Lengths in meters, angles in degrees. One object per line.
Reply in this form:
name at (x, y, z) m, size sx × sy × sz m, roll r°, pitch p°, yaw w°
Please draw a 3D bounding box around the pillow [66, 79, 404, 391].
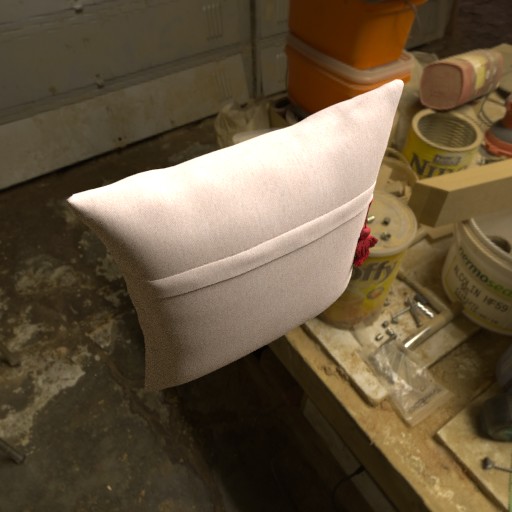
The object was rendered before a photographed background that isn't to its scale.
pillow at (0.000, 0.000, 0.657) m, size 0.433 × 0.436 × 0.173 m, roll -26°, pitch 53°, yaw -21°
